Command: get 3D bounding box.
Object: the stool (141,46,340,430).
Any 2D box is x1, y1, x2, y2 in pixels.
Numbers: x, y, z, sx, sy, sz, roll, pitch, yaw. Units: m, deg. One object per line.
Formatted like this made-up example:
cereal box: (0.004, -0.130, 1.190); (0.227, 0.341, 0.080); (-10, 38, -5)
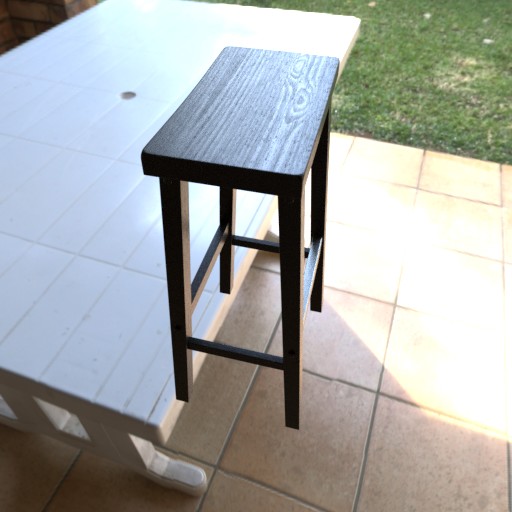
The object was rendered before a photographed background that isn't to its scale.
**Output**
stool: (0.000, 0.000, 0.991); (0.322, 0.742, 0.406); (10, 46, 10)
